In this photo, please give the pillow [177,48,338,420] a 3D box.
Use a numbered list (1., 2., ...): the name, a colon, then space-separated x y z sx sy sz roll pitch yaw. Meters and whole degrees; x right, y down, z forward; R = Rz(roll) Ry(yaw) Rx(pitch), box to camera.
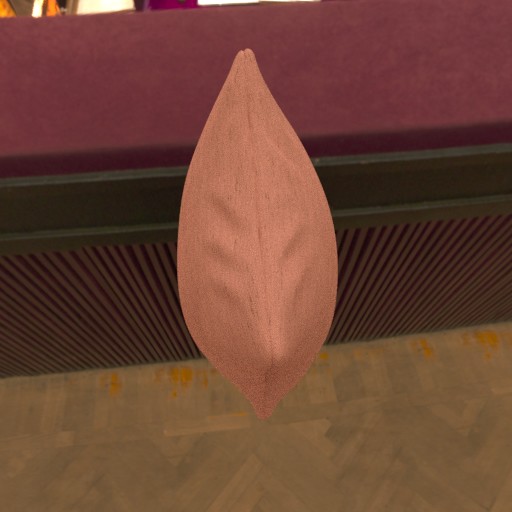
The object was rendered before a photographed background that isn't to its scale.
1. pillow: 0.000 0.000 0.683 0.246 0.415 0.432 -4 63 -2
